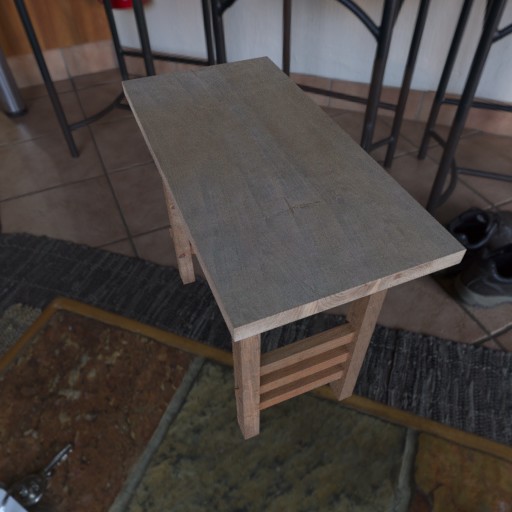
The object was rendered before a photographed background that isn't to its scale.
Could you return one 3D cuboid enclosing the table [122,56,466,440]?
[{"bbox_3d":[0.000,0.000,1.603,0.556,0.914,1.119,-17,49,-15],"label":"table"}]
